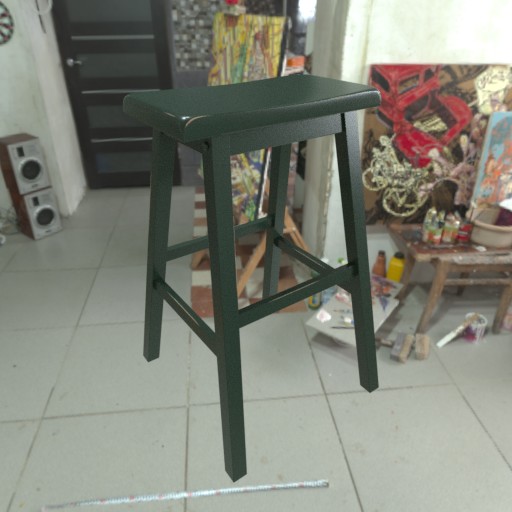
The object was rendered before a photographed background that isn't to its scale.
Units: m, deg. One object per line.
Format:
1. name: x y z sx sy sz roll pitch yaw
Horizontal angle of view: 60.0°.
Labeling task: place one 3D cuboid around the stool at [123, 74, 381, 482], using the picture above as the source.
1. stool: 0.000 0.000 1.037 0.457 0.737 0.476 -20 36 -30
